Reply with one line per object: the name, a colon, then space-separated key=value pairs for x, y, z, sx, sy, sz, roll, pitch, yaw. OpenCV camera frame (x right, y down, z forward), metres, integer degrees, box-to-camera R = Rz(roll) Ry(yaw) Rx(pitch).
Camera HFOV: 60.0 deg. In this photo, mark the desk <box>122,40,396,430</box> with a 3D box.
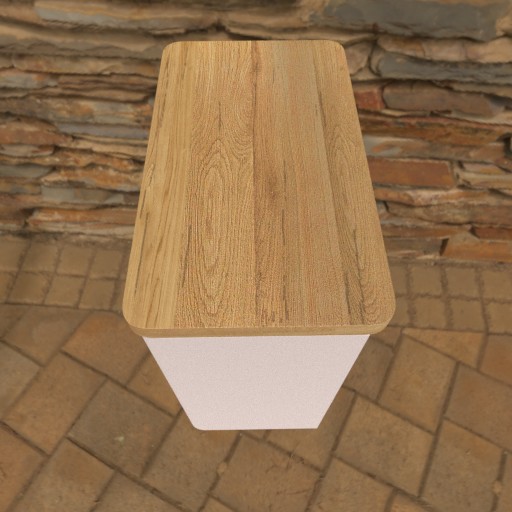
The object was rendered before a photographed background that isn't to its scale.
desk: x=0.000 y=0.000 z=1.226 sx=0.440 sy=0.790 sz=0.760 roll=-1 pitch=58 yaw=0
